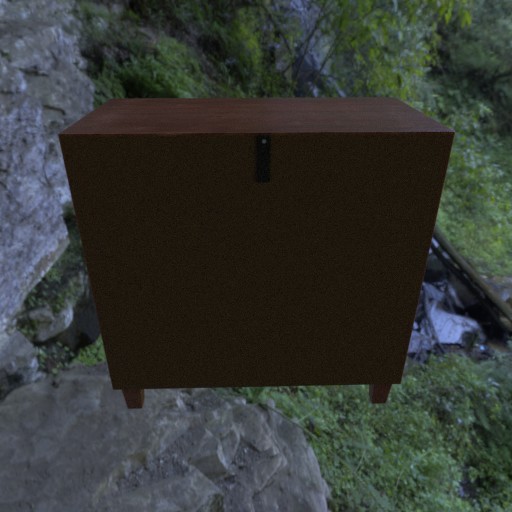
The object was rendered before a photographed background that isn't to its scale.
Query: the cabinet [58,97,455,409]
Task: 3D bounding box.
[{"bbox_3d":[0.000,0.000,1.250,0.796,0.785,0.412,-1,29,-1],"label":"cabinet"}]
